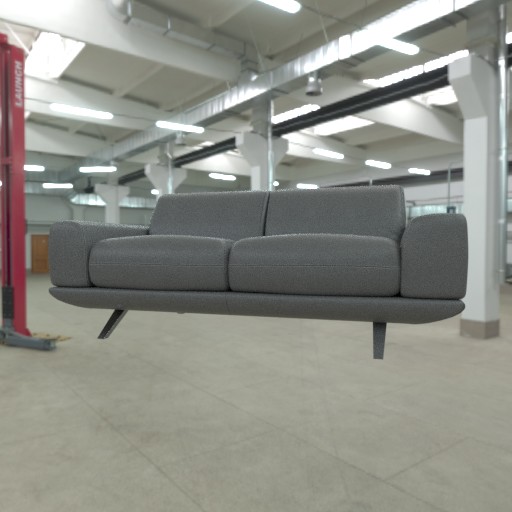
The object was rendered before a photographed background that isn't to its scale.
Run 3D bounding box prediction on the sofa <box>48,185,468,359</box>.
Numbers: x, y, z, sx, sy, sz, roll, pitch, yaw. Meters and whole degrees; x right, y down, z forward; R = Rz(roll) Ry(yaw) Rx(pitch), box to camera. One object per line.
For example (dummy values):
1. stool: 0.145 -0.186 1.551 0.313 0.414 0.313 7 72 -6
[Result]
1. sofa: 0.000 0.000 2.304 1.901 0.772 0.900 0 1 17
